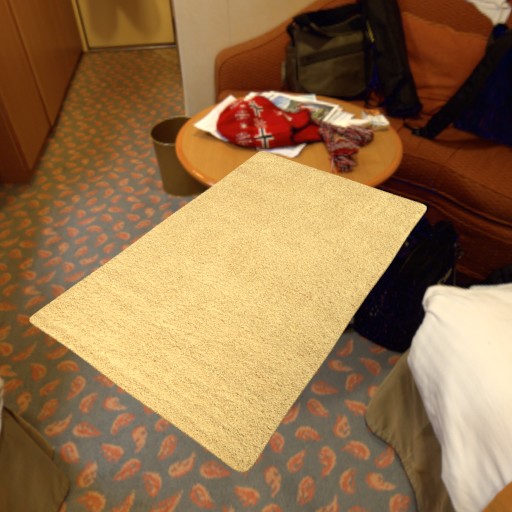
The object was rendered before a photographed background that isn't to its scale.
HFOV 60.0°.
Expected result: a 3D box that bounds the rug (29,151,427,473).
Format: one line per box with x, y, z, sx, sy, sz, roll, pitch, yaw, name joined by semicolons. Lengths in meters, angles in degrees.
0.000;0.000;2.893;1.500;0.025;2.349;25;47;25;rug
